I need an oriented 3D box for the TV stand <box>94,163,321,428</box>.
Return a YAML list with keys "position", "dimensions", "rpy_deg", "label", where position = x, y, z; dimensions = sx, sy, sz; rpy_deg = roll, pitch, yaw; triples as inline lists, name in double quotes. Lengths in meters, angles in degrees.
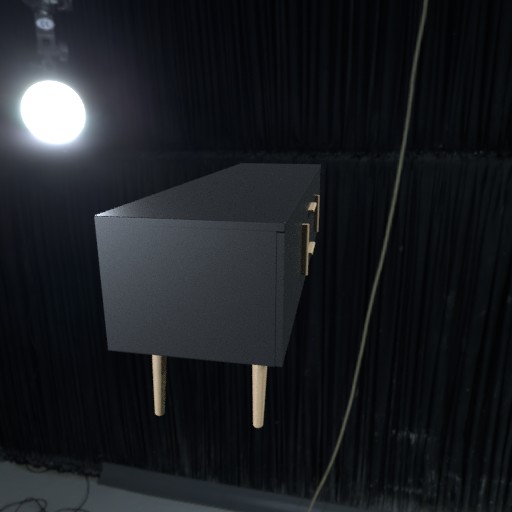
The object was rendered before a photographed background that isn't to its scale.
- position: [0.000, 0.000, 1.517]
  dimensions: [0.390, 0.518, 1.312]
  rpy_deg: [3, 17, 10]
  label: "TV stand"
